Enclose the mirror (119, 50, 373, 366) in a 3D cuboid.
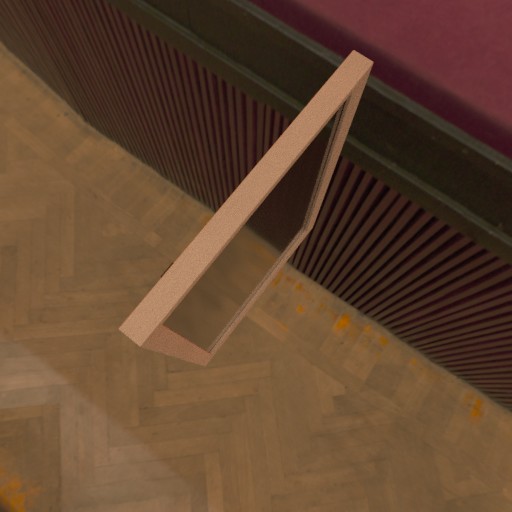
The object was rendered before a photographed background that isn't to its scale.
[{"bbox_3d":[0.000,0.000,0.928,0.040,0.710,0.507,36,77,10],"label":"mirror"}]
